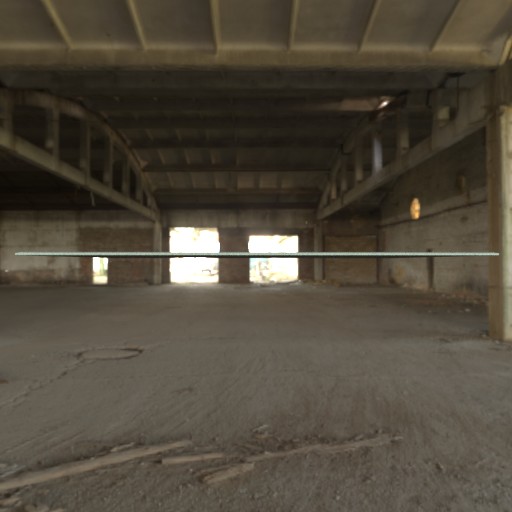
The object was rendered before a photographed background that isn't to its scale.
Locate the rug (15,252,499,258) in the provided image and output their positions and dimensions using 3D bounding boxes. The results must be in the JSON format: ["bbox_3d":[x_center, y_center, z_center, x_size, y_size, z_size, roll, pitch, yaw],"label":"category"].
[{"bbox_3d":[0.000,0.000,2.287,1.840,0.012,1.219,0,-1,-2],"label":"rug"}]
